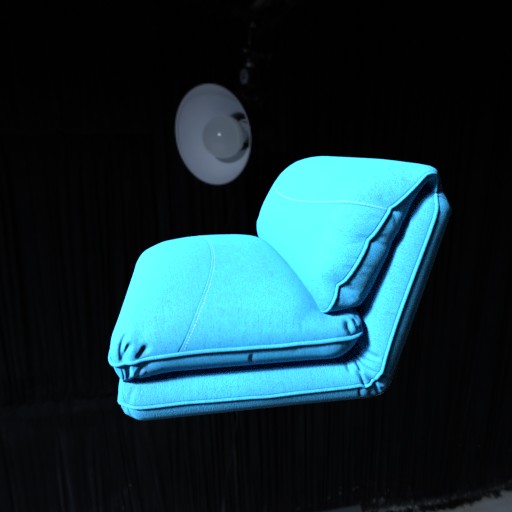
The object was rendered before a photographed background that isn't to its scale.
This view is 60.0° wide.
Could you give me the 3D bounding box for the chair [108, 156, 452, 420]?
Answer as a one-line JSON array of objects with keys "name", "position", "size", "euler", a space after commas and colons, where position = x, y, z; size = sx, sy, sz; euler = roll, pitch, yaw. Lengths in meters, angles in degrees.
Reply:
[{"name": "chair", "position": [0.000, 0.000, 1.338], "size": [0.780, 0.580, 0.820], "euler": [-2, 14, -10]}]
